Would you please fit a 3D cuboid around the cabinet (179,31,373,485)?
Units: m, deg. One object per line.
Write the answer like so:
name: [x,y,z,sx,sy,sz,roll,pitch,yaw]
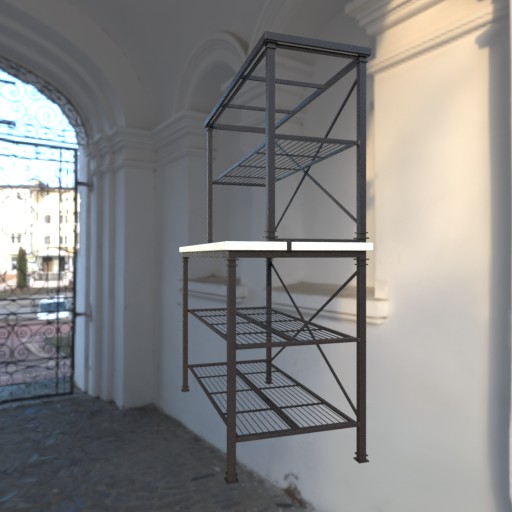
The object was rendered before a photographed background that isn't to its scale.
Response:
cabinet: [0.000,0.000,2.245,0.610,1.659,1.210,0,0,-18]
